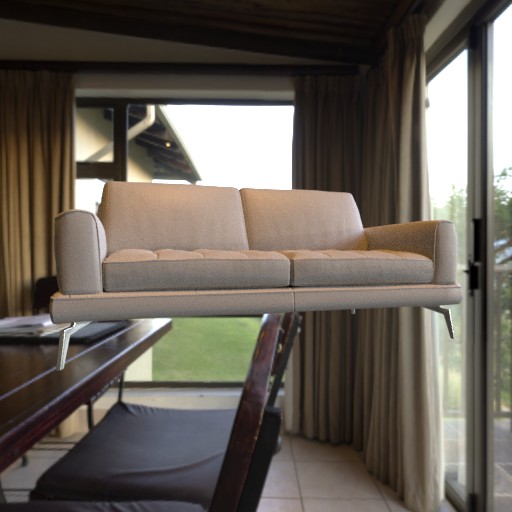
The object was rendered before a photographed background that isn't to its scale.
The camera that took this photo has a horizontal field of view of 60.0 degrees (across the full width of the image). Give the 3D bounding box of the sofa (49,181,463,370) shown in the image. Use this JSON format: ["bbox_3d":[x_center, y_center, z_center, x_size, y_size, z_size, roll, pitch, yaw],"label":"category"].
[{"bbox_3d":[0.000,0.000,2.669,2.177,0.930,1.121,0,0,-19],"label":"sofa"}]
